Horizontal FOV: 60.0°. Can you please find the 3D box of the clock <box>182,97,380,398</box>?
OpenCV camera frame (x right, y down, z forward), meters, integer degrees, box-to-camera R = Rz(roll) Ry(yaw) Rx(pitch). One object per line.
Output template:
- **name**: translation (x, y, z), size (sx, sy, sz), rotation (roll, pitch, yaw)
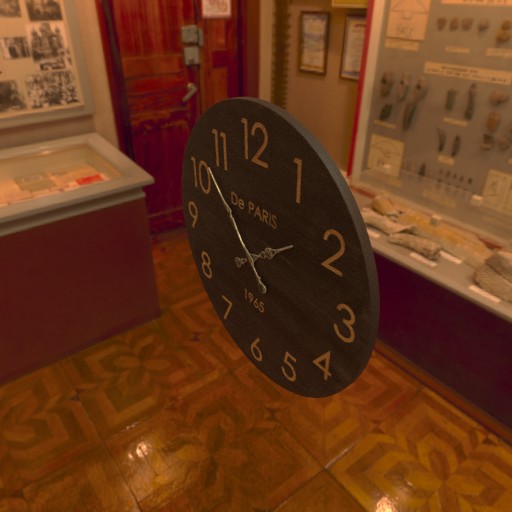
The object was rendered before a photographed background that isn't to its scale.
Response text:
- **clock**: translation (0.000, 0.000, 0.879), size (0.029, 0.595, 0.595), rotation (-21, 37, -30)
